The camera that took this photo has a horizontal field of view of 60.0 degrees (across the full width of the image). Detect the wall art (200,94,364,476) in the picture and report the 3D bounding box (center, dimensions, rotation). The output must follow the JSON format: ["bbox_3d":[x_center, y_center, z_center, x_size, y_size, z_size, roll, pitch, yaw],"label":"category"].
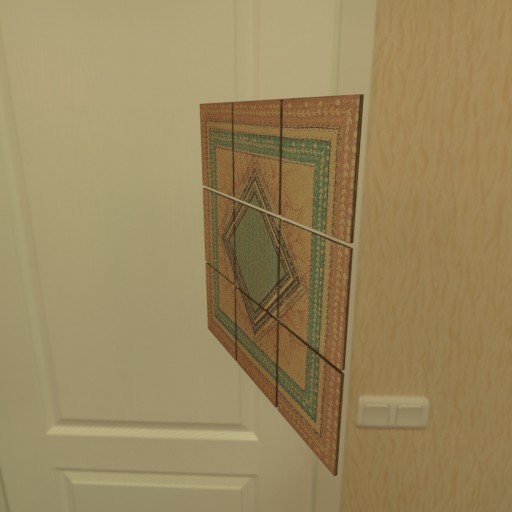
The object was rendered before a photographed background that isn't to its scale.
[{"bbox_3d":[0.000,0.000,1.832,0.013,1.213,1.215,-9,20,-25],"label":"wall art"}]
